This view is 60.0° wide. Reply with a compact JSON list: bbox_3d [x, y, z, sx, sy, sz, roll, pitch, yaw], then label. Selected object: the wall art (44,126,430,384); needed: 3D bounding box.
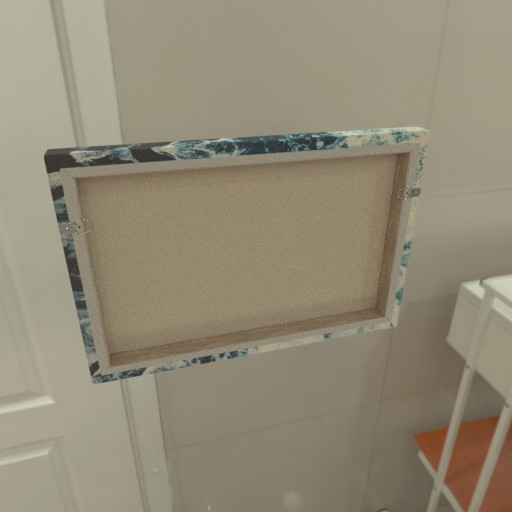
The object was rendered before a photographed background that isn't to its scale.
[{"bbox_3d":[0.000,0.000,0.780,0.609,0.407,0.043,-8,28,-15],"label":"wall art"}]
